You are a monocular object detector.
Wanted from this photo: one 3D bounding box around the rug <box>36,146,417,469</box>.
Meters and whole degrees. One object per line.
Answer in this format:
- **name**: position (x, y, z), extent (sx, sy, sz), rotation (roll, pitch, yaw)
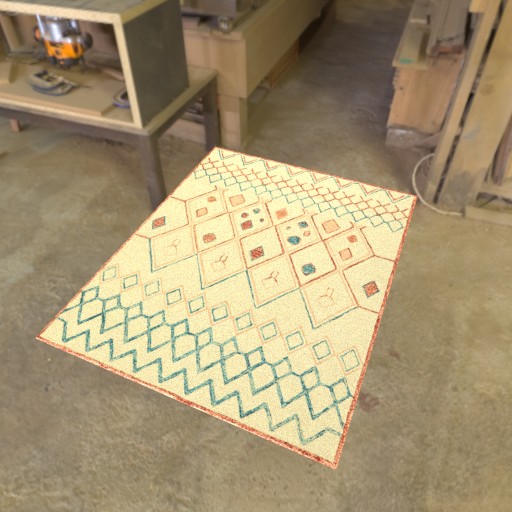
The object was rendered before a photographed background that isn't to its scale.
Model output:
- **rug**: position (0.000, 0.000, 4.113), extent (2.441, 0.016, 3.050), rotation (17, 48, 16)
